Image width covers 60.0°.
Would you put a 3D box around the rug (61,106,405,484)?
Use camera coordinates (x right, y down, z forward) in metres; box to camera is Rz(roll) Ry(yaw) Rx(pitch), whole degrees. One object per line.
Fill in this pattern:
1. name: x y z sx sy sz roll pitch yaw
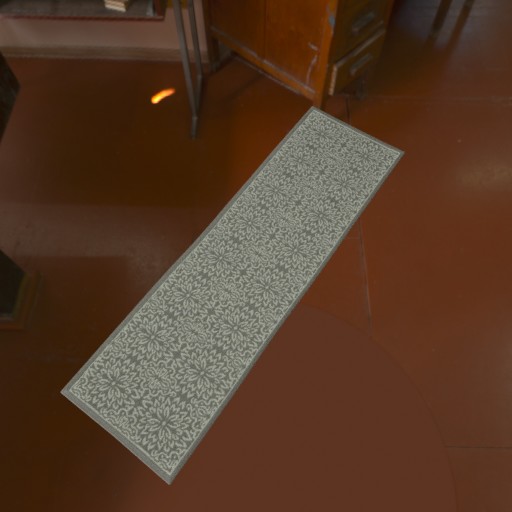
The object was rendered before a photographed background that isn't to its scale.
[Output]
1. rug: 0.000 0.000 2.367 0.662 0.011 2.196 32 67 15
